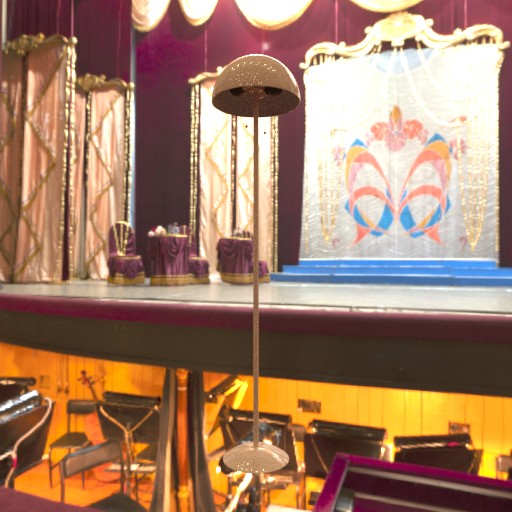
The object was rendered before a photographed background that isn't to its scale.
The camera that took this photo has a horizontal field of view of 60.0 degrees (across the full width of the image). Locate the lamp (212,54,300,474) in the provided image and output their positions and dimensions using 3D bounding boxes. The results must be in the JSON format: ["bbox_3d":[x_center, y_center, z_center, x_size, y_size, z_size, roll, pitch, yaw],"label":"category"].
[{"bbox_3d":[0.000,0.000,1.634,0.328,1.480,0.328,0,-1,18],"label":"lamp"}]
